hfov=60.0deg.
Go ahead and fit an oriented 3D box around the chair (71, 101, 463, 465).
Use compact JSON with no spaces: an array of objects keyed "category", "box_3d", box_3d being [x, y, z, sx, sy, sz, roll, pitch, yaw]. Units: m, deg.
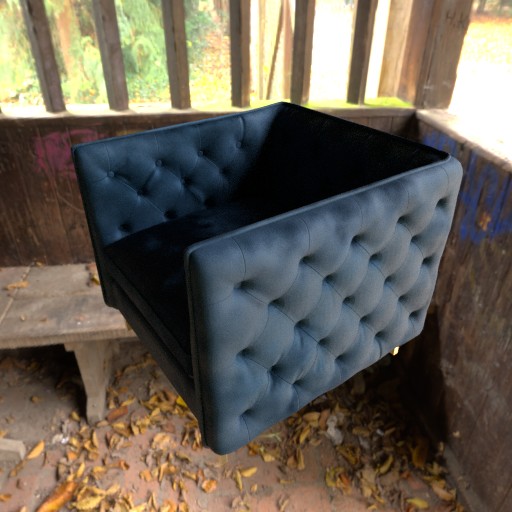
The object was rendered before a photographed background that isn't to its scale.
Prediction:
[{"category":"chair","box_3d":[0.000,0.000,1.503,0.877,0.771,0.868,-21,38,-29]}]
